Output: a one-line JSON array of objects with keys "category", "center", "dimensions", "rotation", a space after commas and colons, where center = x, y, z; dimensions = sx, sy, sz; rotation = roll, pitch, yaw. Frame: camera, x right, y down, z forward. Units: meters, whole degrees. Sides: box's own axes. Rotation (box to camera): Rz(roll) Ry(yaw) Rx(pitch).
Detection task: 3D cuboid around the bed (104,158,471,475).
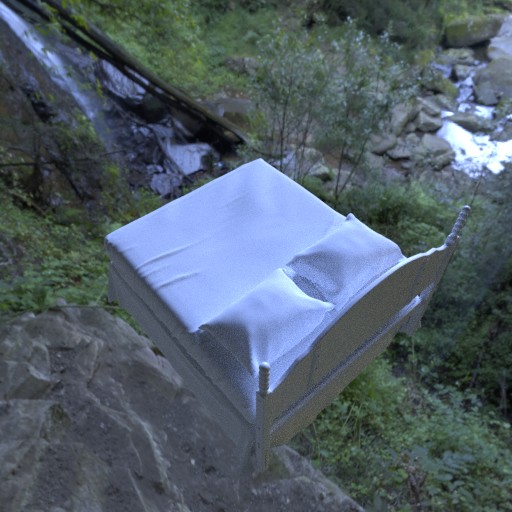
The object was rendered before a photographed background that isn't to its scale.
[{"category": "bed", "center": [0.000, 0.000, 3.273], "dimensions": [1.873, 1.356, 2.040], "rotation": [-32, 55, -26]}]
